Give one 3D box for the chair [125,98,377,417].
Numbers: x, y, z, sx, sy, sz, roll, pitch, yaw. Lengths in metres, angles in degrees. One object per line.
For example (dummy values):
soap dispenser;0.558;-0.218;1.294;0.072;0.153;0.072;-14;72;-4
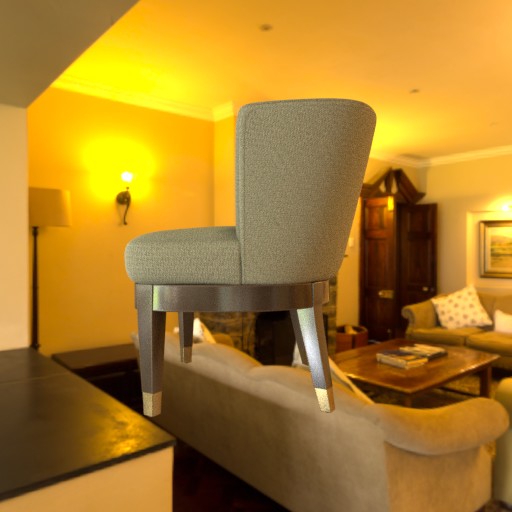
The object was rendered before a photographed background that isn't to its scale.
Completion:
chair;0.000;0.000;1.306;0.660;0.760;0.700;0;1;0
